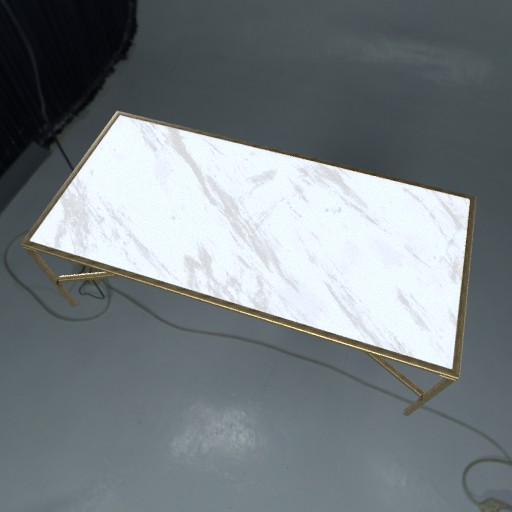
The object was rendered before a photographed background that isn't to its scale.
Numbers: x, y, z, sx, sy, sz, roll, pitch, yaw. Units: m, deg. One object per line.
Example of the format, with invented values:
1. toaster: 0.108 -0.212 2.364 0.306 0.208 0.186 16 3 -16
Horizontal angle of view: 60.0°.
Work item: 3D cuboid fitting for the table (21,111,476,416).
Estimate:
1. table: 0.000 0.000 1.452 1.197 0.405 0.577 16 60 10
